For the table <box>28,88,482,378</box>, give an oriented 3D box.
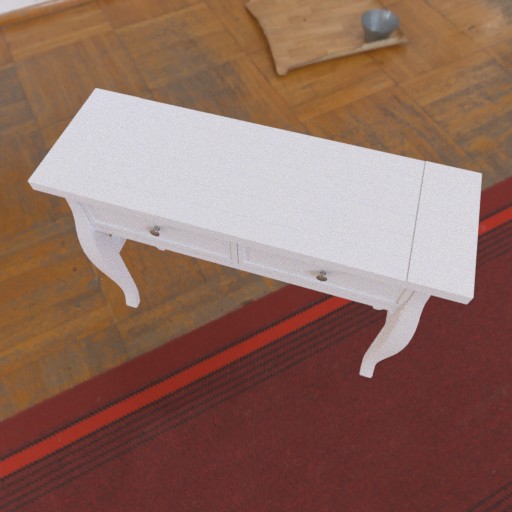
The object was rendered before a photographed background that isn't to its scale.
[{"bbox_3d":[0.000,0.000,1.424,1.062,0.768,0.373,15,61,9],"label":"table"}]
